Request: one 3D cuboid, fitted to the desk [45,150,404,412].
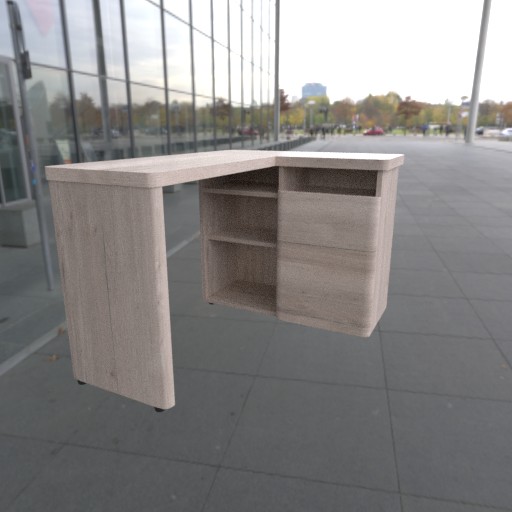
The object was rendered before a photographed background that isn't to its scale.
[{"bbox_3d":[0.000,0.000,1.781,0.900,0.760,1.169,8,18,26],"label":"desk"}]
